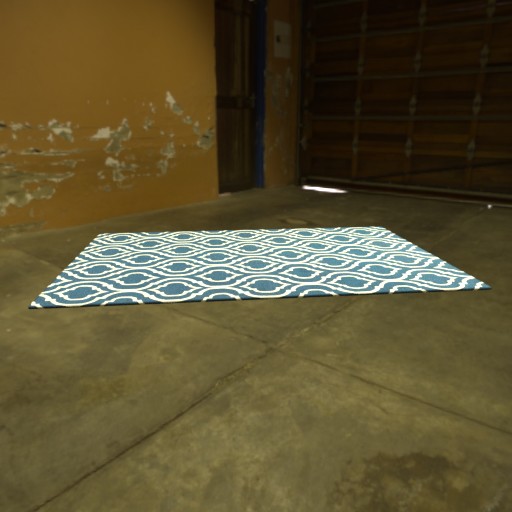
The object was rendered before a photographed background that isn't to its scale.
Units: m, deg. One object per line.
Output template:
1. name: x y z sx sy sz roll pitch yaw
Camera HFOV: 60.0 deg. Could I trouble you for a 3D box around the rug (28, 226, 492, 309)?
1. rug: 0.000 0.000 2.201 1.753 0.010 1.143 -2 16 -6
